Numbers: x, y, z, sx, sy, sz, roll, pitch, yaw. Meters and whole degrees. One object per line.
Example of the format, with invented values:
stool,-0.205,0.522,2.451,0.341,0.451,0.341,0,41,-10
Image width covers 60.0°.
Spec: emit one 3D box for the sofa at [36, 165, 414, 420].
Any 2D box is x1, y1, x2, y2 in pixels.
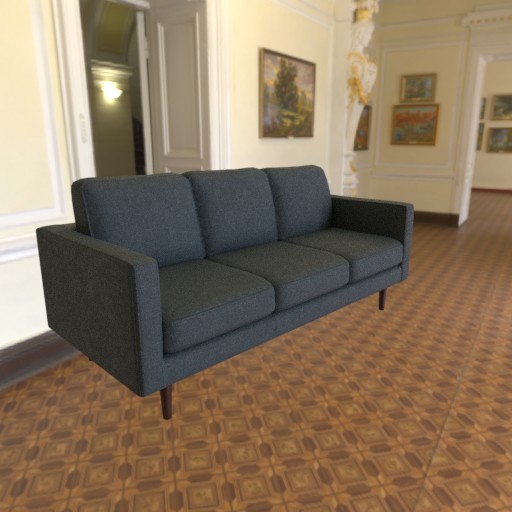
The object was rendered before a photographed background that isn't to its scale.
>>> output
sofa,0.000,0.000,2.513,2.013,0.945,0.935,-14,21,-43
